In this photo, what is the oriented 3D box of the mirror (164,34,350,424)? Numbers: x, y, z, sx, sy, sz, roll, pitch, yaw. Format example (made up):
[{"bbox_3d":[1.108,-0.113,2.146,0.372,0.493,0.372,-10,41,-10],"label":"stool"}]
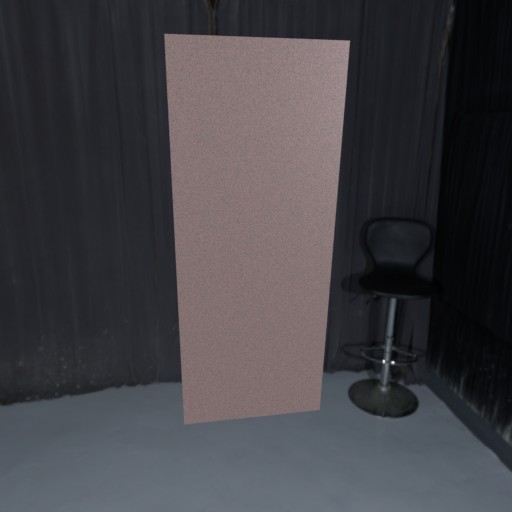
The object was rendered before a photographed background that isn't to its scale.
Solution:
[{"bbox_3d":[0.000,0.000,2.282,0.812,2.020,0.221,-3,16,-10],"label":"mirror"}]
